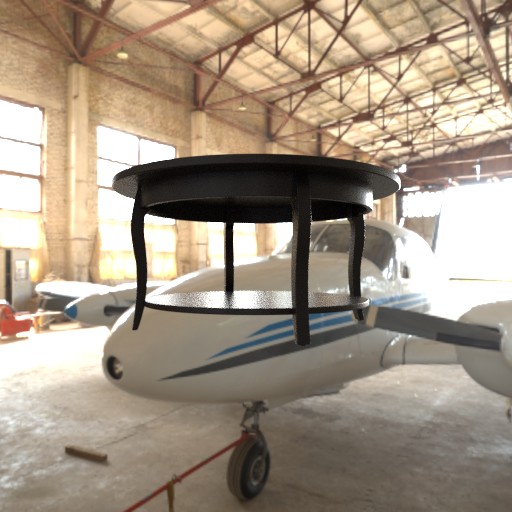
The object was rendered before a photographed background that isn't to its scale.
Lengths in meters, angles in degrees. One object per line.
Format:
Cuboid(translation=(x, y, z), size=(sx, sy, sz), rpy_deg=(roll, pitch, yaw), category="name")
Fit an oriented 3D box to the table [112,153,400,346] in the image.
Cuboid(translation=(0.000, 0.000, 1.474), size=(0.914, 0.457, 0.914), rpy_deg=(0, -1, 0), category="table")
